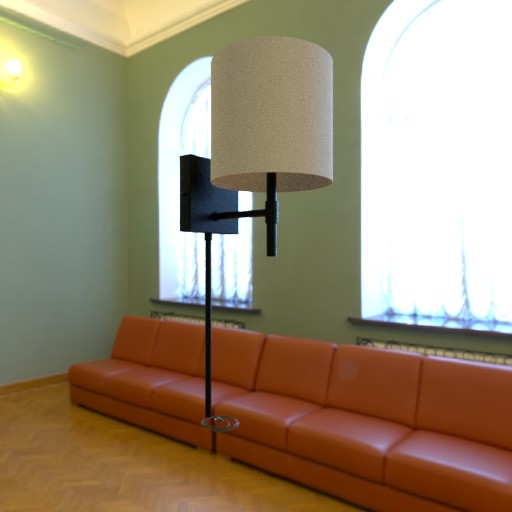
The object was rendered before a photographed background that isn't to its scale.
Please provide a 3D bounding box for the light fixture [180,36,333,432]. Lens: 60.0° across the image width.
[{"bbox_3d":[0.000,0.000,0.706,0.248,0.589,0.188,0,0,37],"label":"light fixture"}]
